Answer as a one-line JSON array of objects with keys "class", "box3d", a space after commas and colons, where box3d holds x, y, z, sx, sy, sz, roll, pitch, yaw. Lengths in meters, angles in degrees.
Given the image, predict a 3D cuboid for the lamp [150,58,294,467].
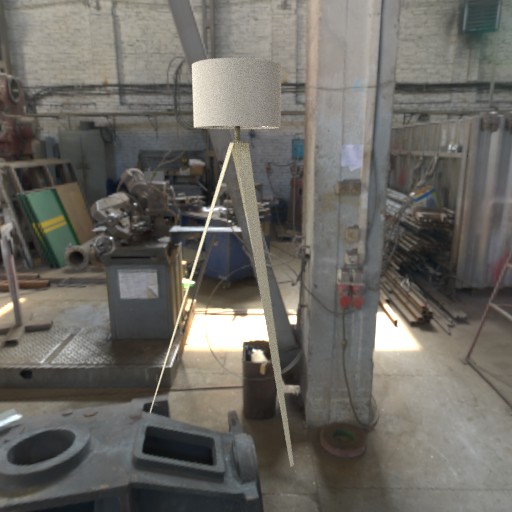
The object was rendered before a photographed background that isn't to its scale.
[{"class": "lamp", "box3d": [0.000, 0.000, 1.911, 0.724, 1.524, 0.716, -14, 19, -43]}]
